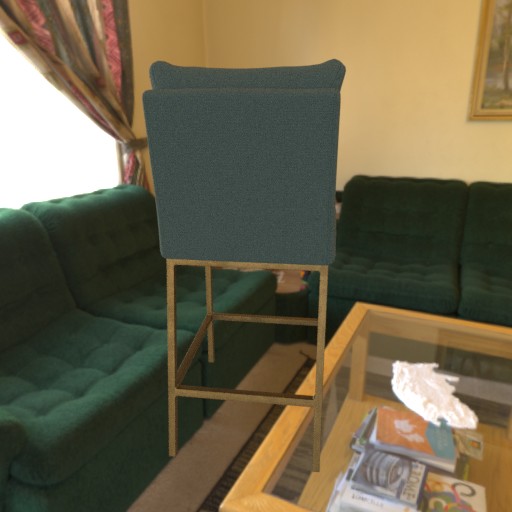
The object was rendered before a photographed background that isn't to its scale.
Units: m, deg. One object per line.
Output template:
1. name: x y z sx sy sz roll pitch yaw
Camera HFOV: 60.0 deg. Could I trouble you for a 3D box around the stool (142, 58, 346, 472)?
1. stool: 0.000 0.000 1.318 0.463 1.032 0.568 2 17 8
